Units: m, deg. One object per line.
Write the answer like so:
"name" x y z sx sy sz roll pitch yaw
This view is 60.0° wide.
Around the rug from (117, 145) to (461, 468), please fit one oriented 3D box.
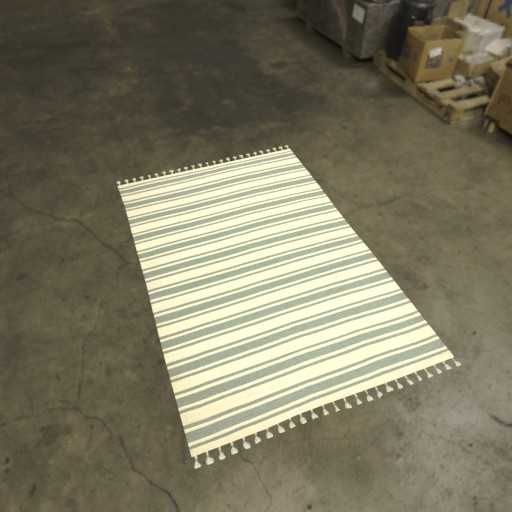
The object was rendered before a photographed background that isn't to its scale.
"rug" 0.000 0.000 3.058 1.539 0.011 2.410 -15 48 -14
